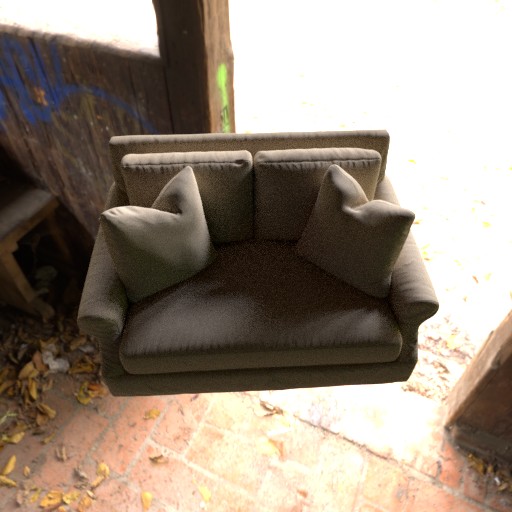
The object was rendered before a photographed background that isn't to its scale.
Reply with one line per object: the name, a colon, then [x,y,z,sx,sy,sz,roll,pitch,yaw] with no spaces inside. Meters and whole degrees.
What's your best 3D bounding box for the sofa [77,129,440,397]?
sofa: [0.000,0.000,2.176,1.550,0.905,1.070,-2,47,-2]
